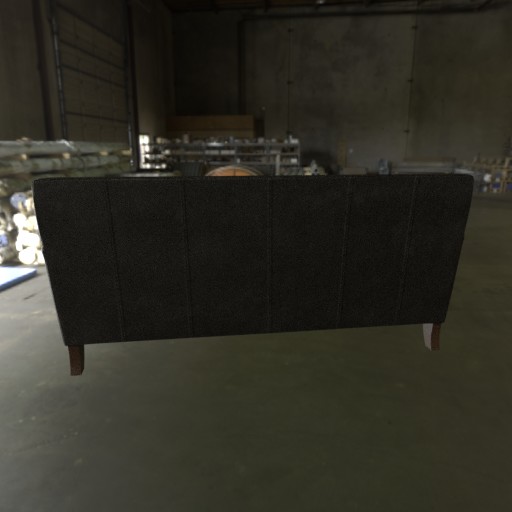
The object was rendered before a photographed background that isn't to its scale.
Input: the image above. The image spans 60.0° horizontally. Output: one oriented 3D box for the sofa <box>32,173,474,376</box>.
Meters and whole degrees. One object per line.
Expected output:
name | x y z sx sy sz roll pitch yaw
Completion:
sofa | 0.000 0.000 2.499 2.053 0.947 0.805 -2 14 -8
